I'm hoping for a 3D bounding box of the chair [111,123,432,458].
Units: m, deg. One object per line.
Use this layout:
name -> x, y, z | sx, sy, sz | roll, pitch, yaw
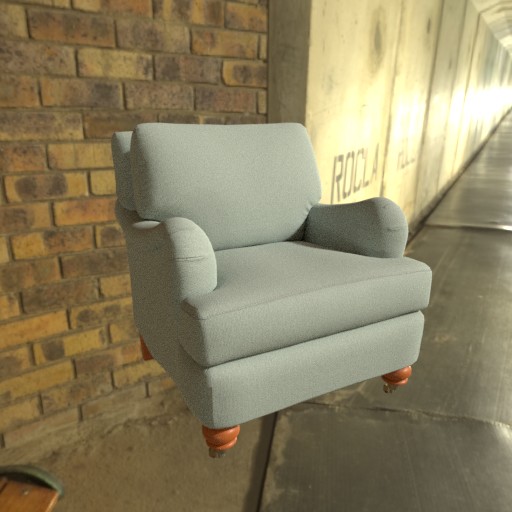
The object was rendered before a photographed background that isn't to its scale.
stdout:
chair -> 0.000, 0.000, 1.805 | 0.955, 1.038, 1.070 | -9, 19, -27
